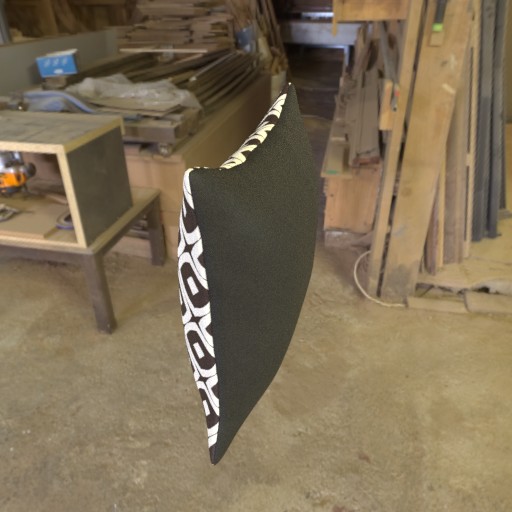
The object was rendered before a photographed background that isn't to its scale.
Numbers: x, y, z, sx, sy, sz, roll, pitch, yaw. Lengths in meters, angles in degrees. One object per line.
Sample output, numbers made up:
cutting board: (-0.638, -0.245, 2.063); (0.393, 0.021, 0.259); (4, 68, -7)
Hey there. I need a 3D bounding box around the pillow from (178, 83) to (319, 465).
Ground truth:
pillow: (0.000, 0.000, 0.779); (0.188, 0.494, 0.504); (8, 33, 13)
